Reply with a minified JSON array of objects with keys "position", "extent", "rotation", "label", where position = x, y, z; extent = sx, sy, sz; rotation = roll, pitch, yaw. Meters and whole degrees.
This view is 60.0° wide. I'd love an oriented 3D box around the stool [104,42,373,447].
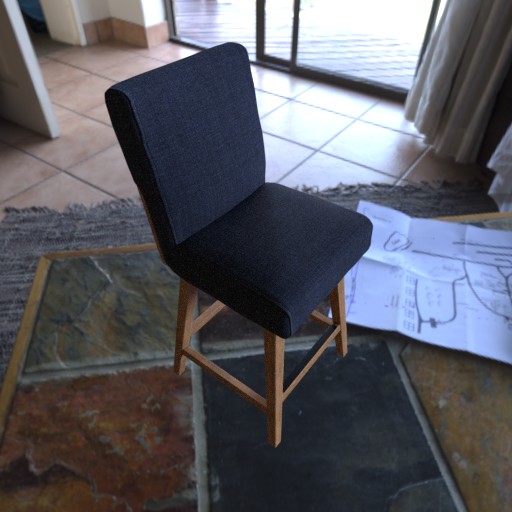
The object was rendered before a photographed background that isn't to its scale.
[{"position":[0.000,0.000,1.298],"extent":[0.526,1.010,0.459],"rotation":[27,49,27],"label":"stool"}]
